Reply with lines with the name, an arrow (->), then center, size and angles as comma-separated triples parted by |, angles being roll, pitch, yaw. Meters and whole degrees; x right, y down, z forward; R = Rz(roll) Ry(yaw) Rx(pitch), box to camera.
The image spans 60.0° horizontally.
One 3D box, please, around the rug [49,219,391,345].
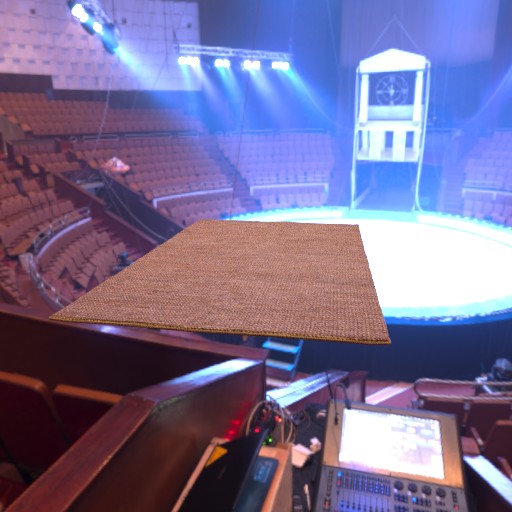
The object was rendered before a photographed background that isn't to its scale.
rug -> 0.000, 0.000, 3.063 | 1.521, 0.034, 2.438 | 3, 16, 9
